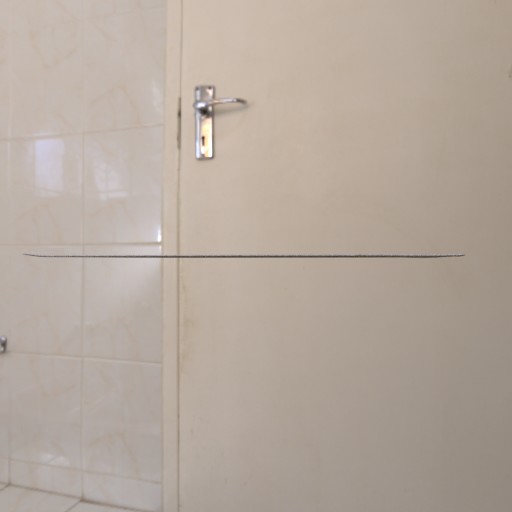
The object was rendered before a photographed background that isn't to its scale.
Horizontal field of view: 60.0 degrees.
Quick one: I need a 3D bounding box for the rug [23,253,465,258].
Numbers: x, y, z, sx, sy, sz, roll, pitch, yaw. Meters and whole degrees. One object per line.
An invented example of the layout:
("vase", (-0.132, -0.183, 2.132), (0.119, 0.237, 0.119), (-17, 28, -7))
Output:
("rug", (0.000, 0.000, 2.281), (1.828, 0.019, 1.209), (0, 0, 18))
